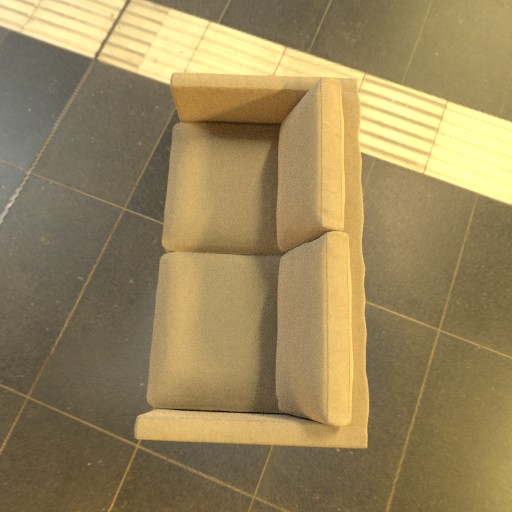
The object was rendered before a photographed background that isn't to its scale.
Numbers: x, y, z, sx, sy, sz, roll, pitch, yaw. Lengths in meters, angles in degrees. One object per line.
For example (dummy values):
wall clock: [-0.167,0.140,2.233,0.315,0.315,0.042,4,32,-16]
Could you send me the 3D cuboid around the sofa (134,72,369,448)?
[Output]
sofa: [0.000,0.000,2.228,0.962,0.835,1.719,2,75,1]
